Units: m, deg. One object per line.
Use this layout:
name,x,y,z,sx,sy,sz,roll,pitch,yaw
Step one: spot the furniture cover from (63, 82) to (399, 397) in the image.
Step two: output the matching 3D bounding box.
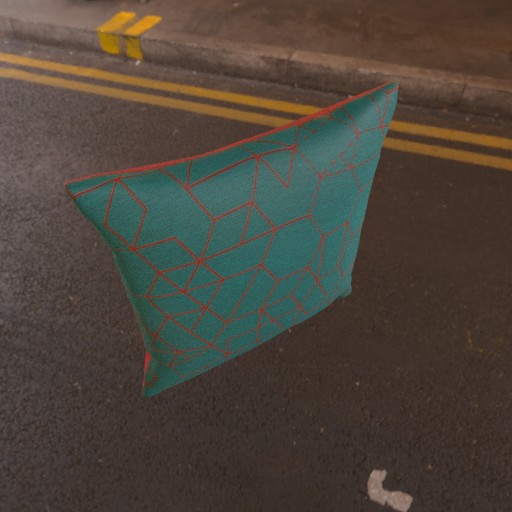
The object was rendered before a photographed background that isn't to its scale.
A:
furniture cover,0.000,0.000,0.777,0.517,0.508,0.158,-24,50,-21
